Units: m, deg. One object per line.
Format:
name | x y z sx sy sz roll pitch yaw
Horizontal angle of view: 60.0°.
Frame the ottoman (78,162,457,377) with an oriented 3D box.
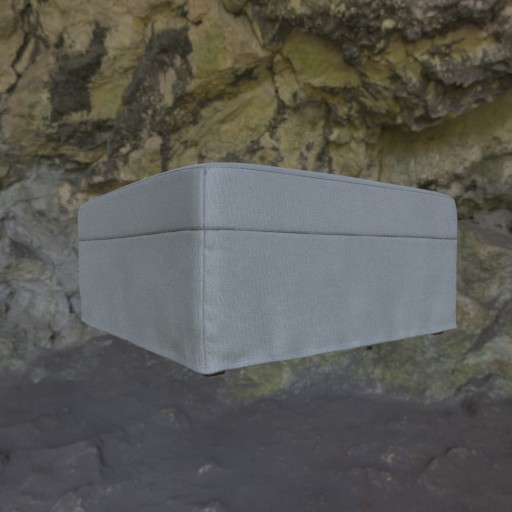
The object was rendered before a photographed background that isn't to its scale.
ottoman | 0.000 0.000 1.337 0.843 0.441 0.842 0 0 -36
